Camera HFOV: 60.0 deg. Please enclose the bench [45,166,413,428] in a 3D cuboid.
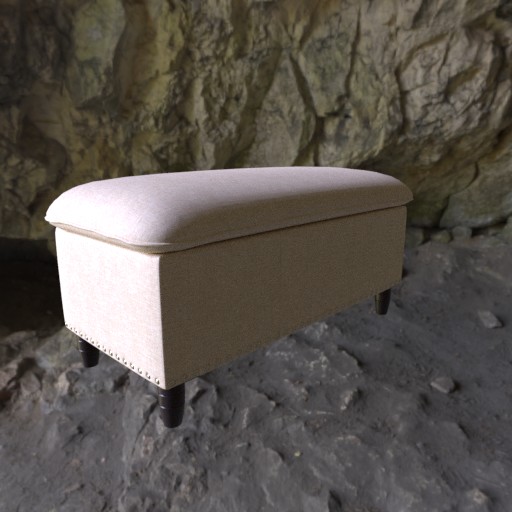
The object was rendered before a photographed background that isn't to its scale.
[{"bbox_3d":[0.000,0.000,1.248,0.483,0.483,0.991,13,19,42],"label":"bench"}]
